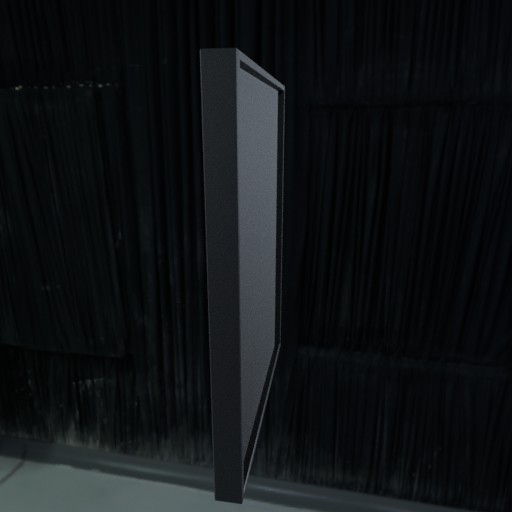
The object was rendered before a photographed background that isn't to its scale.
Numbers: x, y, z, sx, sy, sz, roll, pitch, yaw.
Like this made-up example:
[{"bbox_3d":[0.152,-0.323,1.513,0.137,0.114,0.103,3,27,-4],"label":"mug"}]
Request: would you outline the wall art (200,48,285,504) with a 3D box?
[{"bbox_3d":[0.000,0.000,0.725,0.039,0.555,0.449,3,17,9],"label":"wall art"}]
